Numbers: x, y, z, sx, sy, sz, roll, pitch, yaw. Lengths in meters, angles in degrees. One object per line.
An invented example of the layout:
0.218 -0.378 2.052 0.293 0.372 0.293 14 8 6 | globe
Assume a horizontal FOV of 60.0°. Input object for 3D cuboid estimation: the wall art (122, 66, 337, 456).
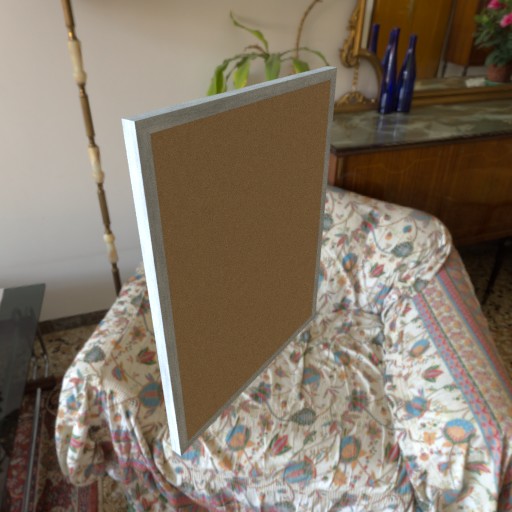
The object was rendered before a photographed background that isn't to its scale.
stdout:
0.000 0.000 0.802 0.022 0.582 0.479 20 37 30 | wall art
